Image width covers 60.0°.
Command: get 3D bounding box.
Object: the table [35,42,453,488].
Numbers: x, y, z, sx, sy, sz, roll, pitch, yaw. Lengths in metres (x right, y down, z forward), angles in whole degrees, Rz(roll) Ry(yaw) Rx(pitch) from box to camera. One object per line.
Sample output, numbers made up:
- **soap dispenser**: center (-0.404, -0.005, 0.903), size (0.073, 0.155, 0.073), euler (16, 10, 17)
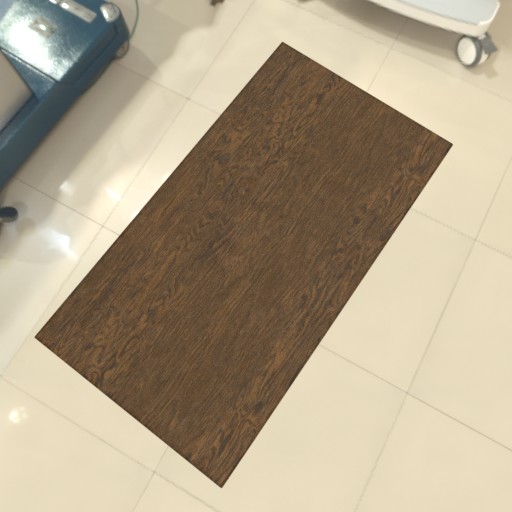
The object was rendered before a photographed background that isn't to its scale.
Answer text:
- **table**: center (0.000, 0.000, 2.539), size (1.078, 0.795, 1.989), euler (35, 78, 9)
